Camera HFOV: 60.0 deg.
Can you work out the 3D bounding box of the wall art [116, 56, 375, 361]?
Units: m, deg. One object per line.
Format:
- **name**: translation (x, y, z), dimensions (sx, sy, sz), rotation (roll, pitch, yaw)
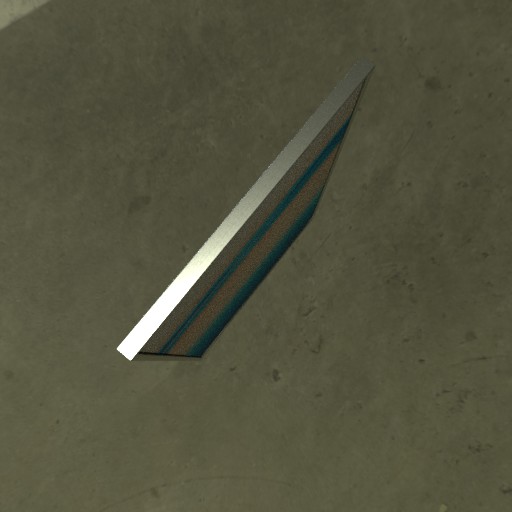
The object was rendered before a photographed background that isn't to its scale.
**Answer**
- **wall art**: translation (0.000, 0.000, 1.414), dimensions (0.037, 1.062, 0.801), rotation (37, 79, 8)
